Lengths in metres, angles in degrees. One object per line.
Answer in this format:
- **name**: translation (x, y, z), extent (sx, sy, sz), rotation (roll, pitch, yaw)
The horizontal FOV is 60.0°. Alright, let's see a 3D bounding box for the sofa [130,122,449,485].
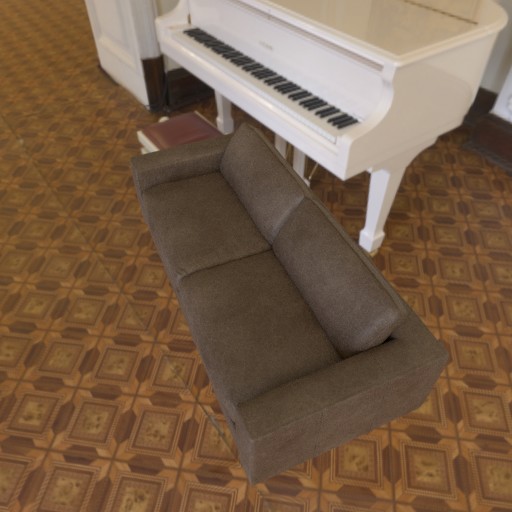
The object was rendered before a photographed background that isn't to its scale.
- **sofa**: translation (0.000, 0.000, 2.785), extent (1.070, 0.801, 2.262), rotation (-18, 49, -16)
